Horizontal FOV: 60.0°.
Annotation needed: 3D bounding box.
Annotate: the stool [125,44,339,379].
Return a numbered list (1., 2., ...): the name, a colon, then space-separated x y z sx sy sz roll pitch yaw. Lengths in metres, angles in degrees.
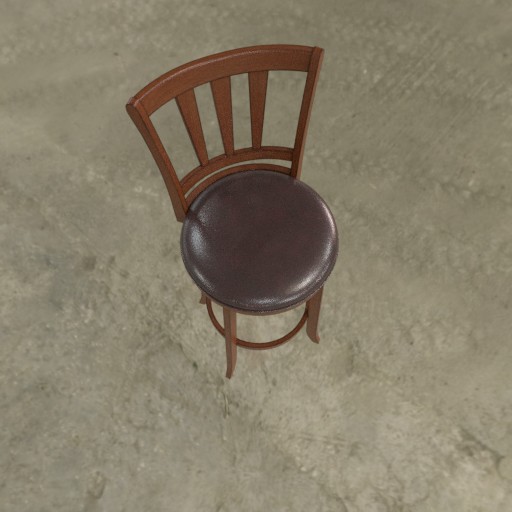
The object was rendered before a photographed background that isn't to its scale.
1. stool: 0.000 0.000 1.420 0.464 1.177 0.503 -20 65 -9
